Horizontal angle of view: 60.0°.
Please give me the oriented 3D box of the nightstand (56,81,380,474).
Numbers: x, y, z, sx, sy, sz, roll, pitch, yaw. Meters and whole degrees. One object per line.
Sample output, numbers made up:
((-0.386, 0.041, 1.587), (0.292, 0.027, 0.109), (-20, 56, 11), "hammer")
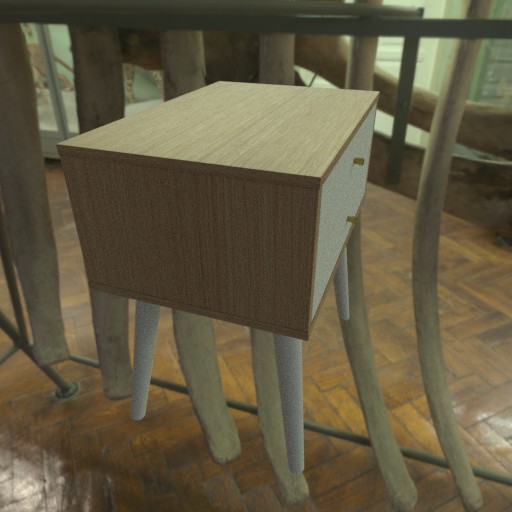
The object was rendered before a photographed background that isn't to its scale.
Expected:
((0.000, 0.000, 0.966), (0.407, 0.610, 0.571), (11, 32, 17), "nightstand")
